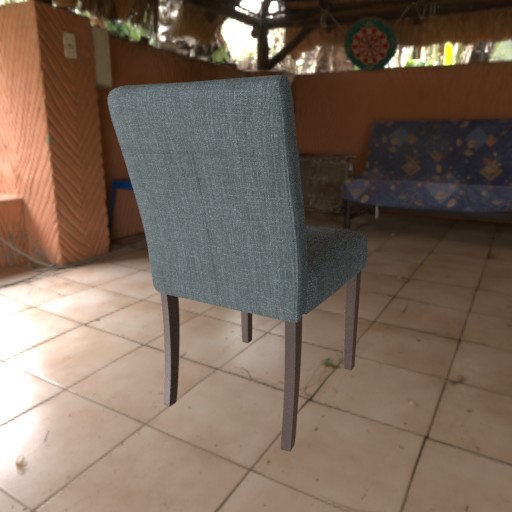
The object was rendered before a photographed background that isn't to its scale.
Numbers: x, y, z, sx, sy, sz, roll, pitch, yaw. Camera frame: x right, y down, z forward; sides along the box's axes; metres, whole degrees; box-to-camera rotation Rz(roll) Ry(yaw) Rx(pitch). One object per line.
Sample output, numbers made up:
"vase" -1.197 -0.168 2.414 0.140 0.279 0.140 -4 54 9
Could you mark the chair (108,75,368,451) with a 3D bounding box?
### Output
"chair" 0.000 0.000 1.260 0.487 0.884 0.629 9 18 28
